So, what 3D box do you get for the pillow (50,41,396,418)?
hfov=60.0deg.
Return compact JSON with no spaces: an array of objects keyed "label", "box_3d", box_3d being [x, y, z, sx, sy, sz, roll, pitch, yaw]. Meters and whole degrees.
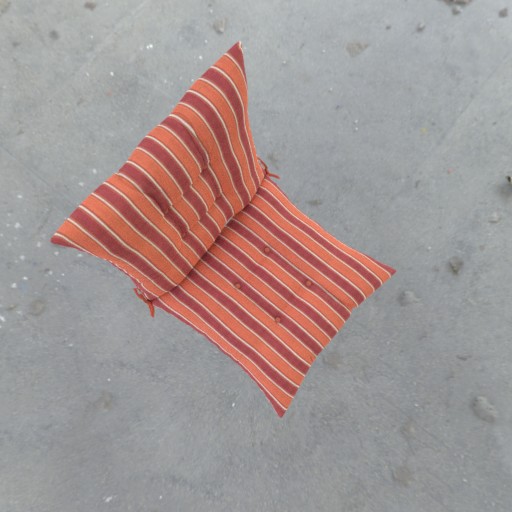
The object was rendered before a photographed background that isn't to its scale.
[{"label":"pillow","box_3d":[0.000,0.000,1.009,0.585,0.536,0.541,39,80,8]}]
